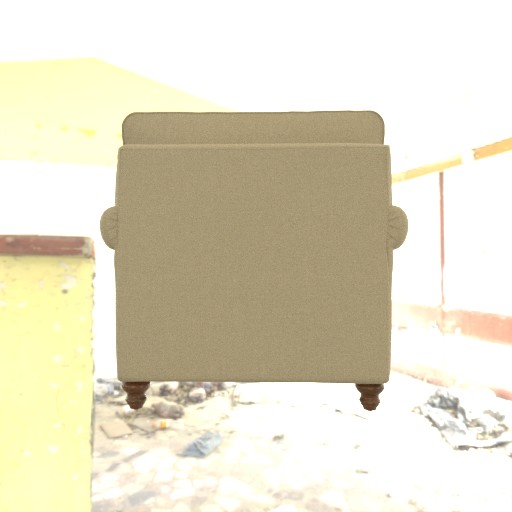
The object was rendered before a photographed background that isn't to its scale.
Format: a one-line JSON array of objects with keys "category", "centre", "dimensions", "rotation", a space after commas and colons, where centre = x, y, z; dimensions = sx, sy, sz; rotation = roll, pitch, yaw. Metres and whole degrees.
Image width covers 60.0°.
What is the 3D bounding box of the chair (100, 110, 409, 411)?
[{"category": "chair", "centre": [0.000, 0.000, 1.786], "dimensions": [1.029, 0.967, 0.966], "rotation": [0, -1, 1]}]
